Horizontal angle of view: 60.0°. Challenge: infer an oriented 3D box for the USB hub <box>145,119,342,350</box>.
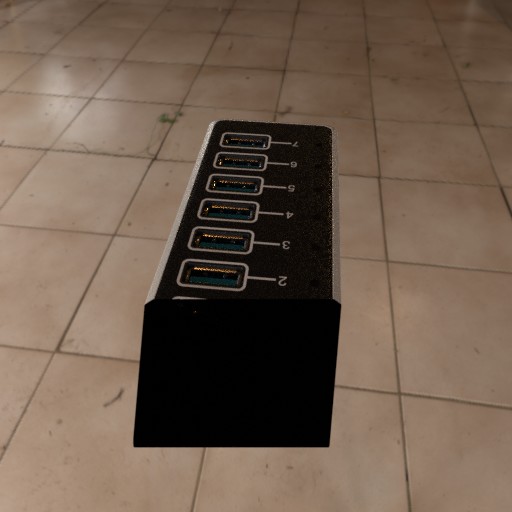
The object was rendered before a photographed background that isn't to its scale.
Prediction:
[{"bbox_3d":[0.000,0.000,0.125,0.044,0.023,0.110,5,47,5],"label":"USB hub"}]
